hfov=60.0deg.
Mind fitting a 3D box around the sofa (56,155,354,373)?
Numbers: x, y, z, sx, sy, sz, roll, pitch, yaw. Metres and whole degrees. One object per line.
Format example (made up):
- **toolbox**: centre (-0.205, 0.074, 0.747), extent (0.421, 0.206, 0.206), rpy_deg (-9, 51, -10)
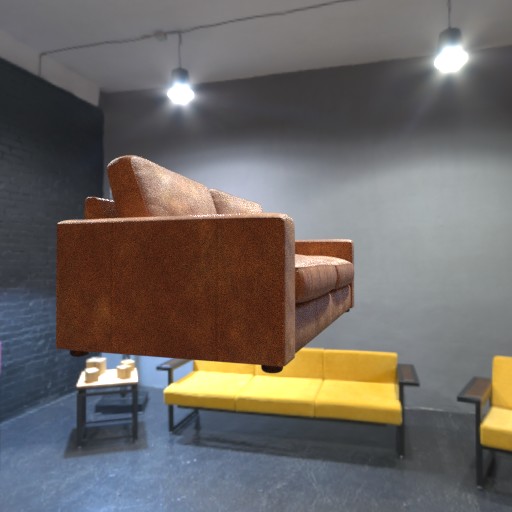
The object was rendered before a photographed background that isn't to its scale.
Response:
- **sofa**: centre (0.000, 0.000, 2.693), extent (1.016, 0.873, 2.179), rpy_deg (0, -1, 19)
